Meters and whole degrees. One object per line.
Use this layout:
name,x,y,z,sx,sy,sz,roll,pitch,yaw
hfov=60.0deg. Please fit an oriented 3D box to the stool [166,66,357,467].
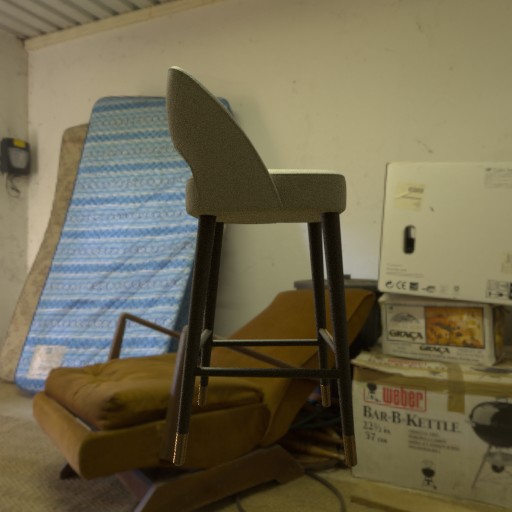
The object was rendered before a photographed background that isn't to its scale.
stool,0.000,0.000,1.315,0.509,1.037,0.494,0,0,1
